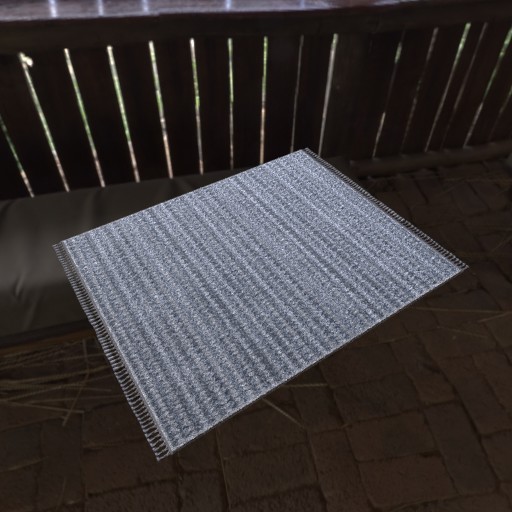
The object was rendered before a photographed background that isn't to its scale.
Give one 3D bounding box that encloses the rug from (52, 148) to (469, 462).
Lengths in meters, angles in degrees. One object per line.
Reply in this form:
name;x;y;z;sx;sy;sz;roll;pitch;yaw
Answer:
rug;0.000;0.000;3.892;2.910;0.013;2.256;-25;51;-23
